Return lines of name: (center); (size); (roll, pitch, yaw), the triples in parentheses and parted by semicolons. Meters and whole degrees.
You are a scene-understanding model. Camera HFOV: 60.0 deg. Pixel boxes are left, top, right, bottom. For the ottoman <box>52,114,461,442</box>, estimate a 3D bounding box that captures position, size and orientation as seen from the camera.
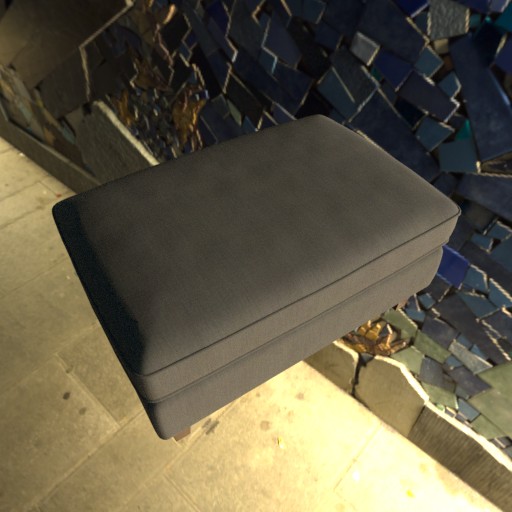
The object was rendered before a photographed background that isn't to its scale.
ottoman: (0.000, 0.000, 1.306); (0.941, 0.480, 0.636); (-25, 51, -22)
